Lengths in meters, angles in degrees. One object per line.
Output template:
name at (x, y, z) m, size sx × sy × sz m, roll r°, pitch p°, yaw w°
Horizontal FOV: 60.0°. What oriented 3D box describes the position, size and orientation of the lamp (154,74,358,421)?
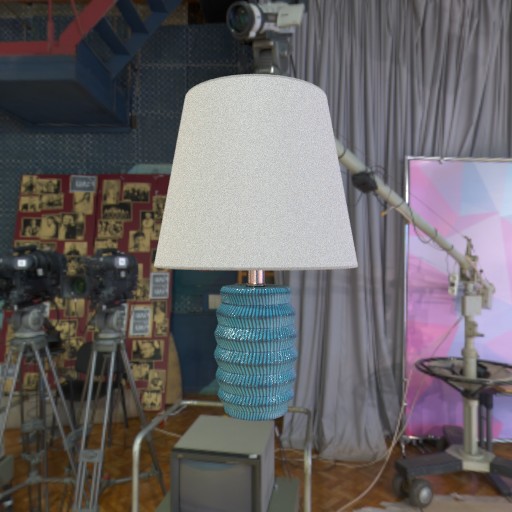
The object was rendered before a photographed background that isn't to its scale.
lamp at (0.000, 0.000, 0.566) m, size 0.254 × 0.392 × 0.254 m, roll 0°, pitch 0°, yaw 0°
